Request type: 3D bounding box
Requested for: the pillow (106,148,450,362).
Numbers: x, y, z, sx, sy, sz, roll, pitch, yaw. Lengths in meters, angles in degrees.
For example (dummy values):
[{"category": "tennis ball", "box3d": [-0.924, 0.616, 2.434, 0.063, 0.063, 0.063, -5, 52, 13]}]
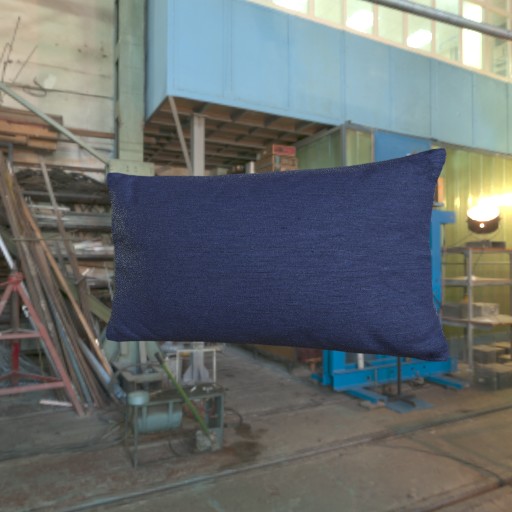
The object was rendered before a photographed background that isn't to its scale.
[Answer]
[{"category": "pillow", "box3d": [0.000, 0.000, 0.786, 0.633, 0.338, 0.210, 0, -1, 18]}]
